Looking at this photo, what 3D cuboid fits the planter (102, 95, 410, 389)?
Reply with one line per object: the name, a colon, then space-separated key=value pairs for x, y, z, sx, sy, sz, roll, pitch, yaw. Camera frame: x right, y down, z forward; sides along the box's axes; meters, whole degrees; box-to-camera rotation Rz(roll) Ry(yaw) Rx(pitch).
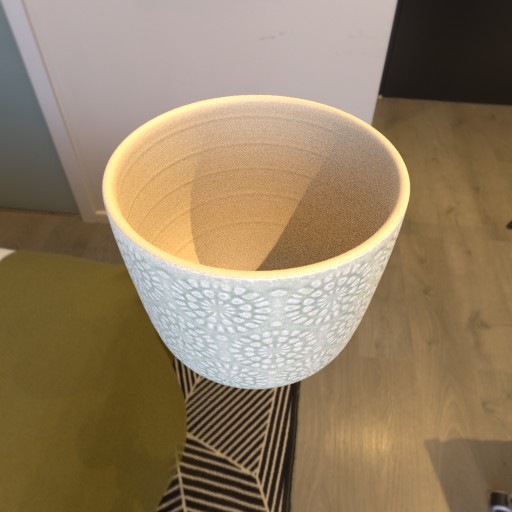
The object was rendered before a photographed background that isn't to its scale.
planter: x=0.000 y=0.000 z=0.221 sx=0.124 sy=0.109 sz=0.124 roll=0 pitch=46 yaw=0
